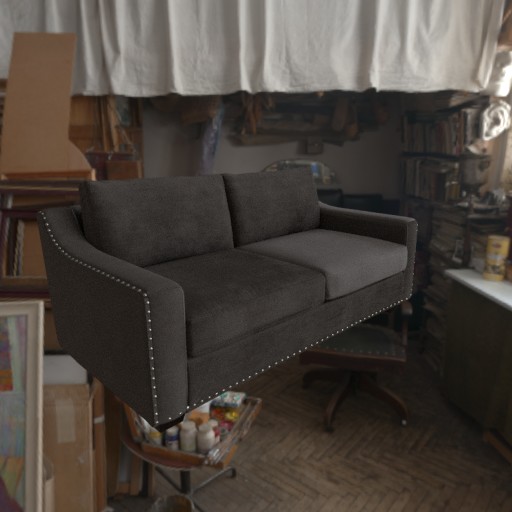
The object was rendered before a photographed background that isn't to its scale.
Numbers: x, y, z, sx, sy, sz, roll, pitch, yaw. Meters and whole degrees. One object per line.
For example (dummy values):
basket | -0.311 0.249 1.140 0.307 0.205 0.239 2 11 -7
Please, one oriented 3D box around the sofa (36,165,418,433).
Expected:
sofa | 0.000 0.000 3.266 2.550 1.196 1.336 -14 21 -42
